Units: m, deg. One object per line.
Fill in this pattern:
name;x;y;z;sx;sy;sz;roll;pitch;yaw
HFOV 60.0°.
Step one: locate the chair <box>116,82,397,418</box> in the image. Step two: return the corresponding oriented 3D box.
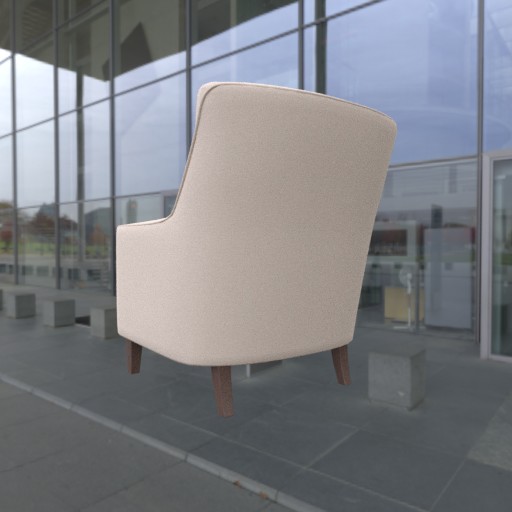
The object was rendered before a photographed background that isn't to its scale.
chair;0.000;0.000;1.590;0.756;0.916;0.879;-1;2;-36
